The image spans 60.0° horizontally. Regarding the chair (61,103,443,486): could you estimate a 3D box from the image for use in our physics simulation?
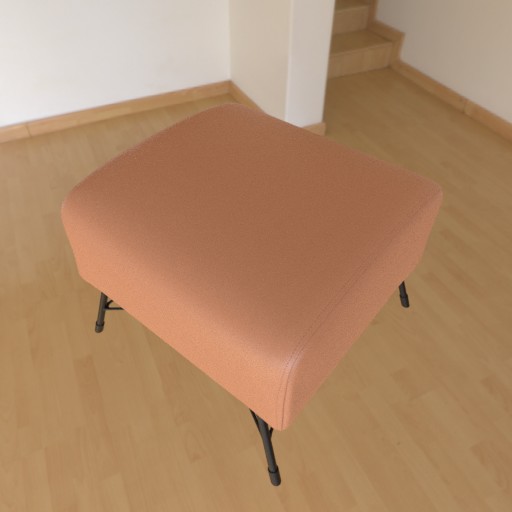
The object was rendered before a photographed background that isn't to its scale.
[{"bbox_3d":[0.000,0.000,0.895,0.530,0.410,0.530,30,53,26],"label":"chair"}]
